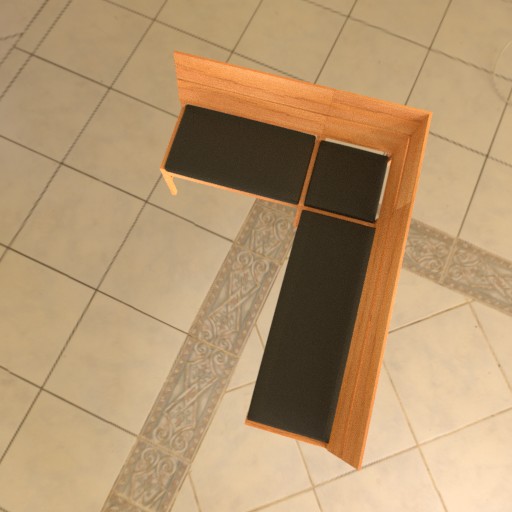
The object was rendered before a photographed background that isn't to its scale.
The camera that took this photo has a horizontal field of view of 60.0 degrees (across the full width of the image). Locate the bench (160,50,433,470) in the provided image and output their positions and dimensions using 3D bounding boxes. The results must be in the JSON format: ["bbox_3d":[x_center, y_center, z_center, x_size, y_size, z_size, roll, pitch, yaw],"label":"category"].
[{"bbox_3d":[0.000,0.000,2.768,1.548,0.890,1.948,15,76,4],"label":"bench"}]
